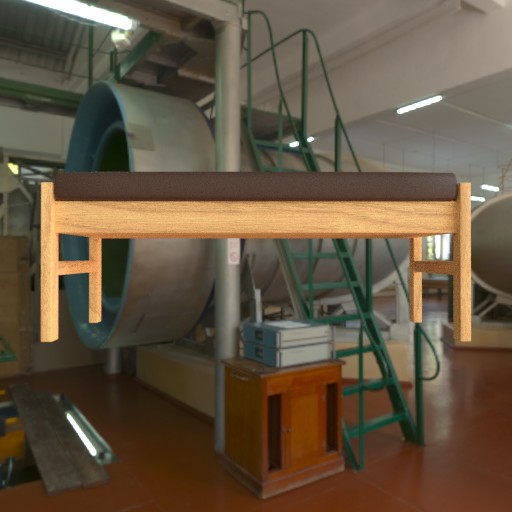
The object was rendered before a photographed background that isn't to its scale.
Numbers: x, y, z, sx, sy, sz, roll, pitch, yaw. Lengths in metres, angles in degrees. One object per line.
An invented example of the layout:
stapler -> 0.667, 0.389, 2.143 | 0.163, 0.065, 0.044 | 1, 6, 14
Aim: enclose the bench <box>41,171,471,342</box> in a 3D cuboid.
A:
bench -> 0.000, 0.000, 1.438 | 1.200, 0.480, 0.405 | 0, 0, 0
